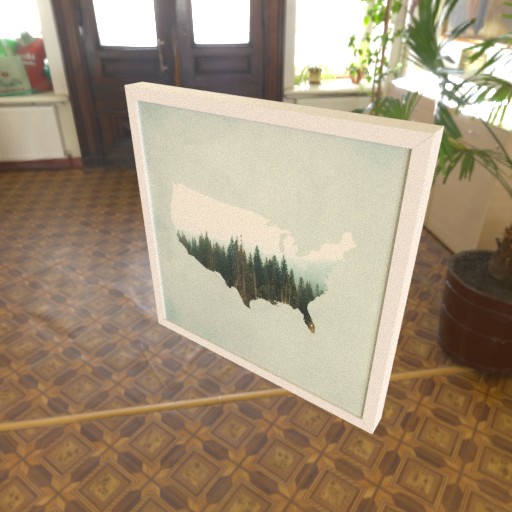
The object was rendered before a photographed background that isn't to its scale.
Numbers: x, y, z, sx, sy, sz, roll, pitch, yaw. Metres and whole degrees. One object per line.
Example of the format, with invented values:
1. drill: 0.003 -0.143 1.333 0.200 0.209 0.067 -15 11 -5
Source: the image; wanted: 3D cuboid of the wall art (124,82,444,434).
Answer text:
1. wall art: 0.000 0.000 0.759 0.509 0.509 0.040 20 36 30
